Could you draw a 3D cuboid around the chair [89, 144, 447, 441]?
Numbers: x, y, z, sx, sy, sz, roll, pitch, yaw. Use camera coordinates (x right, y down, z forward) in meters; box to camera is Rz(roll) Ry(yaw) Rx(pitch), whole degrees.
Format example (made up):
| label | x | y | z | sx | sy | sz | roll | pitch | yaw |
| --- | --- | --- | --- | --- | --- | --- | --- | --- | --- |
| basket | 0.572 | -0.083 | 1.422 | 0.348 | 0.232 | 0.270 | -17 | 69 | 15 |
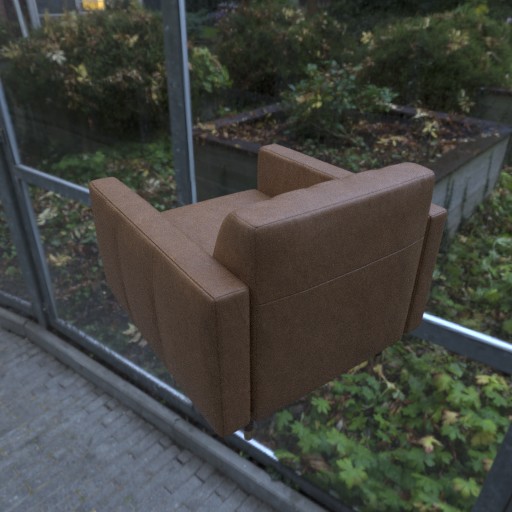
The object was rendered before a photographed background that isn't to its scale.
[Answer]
| label | x | y | z | sx | sy | sz | roll | pitch | yaw |
| --- | --- | --- | --- | --- | --- | --- | --- | --- | --- |
| chair | 0.000 | 0.000 | 1.692 | 0.953 | 0.819 | 0.998 | -19 | 35 | -30 |
